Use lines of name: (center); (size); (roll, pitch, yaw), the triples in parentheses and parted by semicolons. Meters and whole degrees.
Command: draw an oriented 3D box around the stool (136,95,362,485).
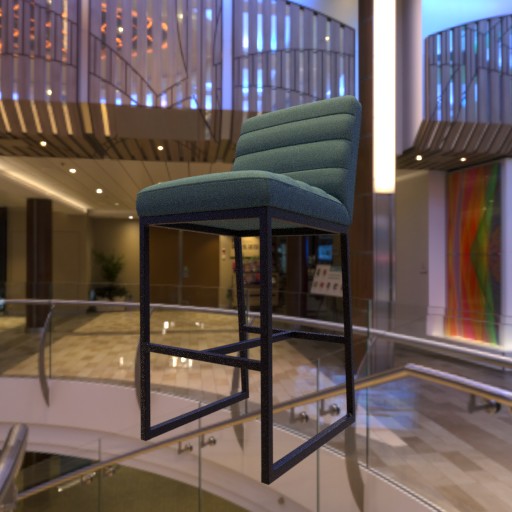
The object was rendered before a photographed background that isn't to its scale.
stool: (0.000, 0.000, 1.337); (0.460, 1.040, 0.560); (0, -1, 36)
